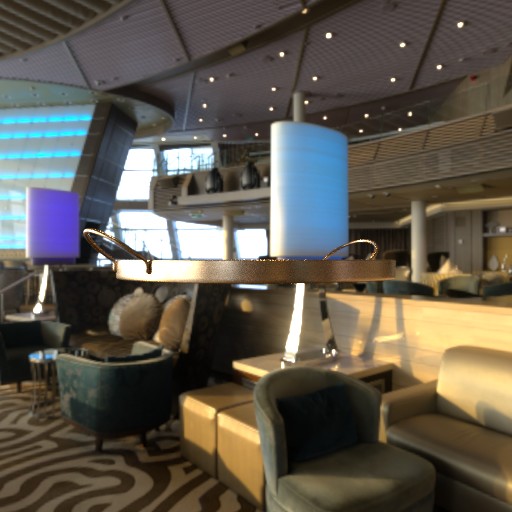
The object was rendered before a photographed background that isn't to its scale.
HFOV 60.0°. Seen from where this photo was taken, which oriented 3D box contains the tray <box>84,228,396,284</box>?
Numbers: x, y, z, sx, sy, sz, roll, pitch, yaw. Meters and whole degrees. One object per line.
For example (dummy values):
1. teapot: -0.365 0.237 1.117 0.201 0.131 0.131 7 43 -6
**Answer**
1. tray: 0.000 0.000 0.729 0.543 0.069 0.438 0 -1 -37
